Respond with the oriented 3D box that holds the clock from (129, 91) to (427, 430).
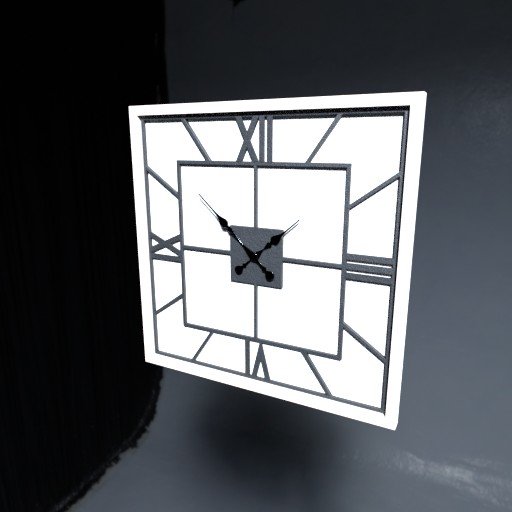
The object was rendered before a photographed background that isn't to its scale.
[{"bbox_3d":[0.000,0.000,1.061,0.705,0.705,0.032,7,16,26],"label":"clock"}]
